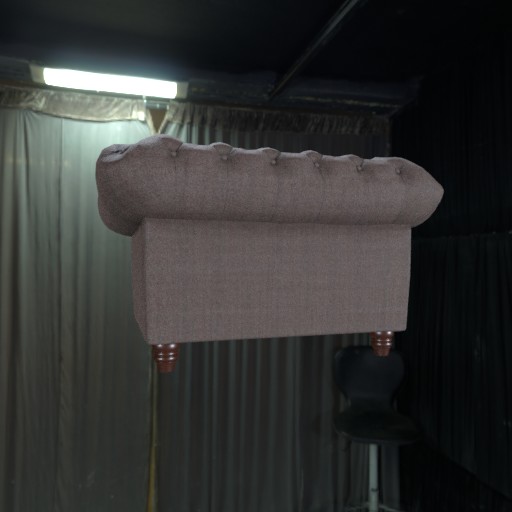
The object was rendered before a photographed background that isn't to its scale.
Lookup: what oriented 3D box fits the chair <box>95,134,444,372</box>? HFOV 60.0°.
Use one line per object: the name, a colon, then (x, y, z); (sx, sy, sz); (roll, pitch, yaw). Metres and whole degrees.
chair: (0.000, 0.000, 1.898); (1.298, 0.780, 0.945); (0, -1, -18)
